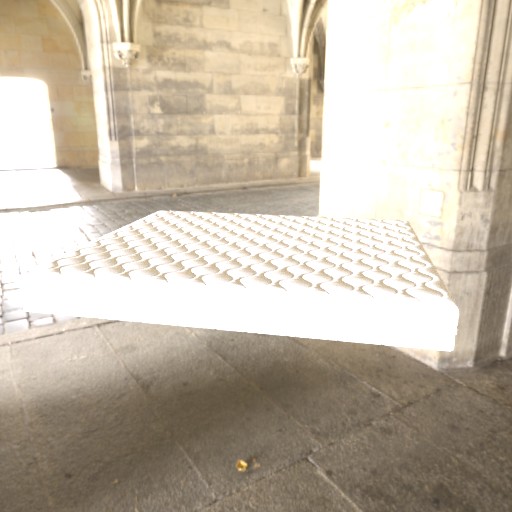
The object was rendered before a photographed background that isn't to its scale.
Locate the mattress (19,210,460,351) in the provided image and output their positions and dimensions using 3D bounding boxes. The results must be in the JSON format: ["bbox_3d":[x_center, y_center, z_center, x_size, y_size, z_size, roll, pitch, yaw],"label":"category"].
[{"bbox_3d":[0.000,0.000,2.606,1.900,0.200,1.600,3,17,11],"label":"mattress"}]
